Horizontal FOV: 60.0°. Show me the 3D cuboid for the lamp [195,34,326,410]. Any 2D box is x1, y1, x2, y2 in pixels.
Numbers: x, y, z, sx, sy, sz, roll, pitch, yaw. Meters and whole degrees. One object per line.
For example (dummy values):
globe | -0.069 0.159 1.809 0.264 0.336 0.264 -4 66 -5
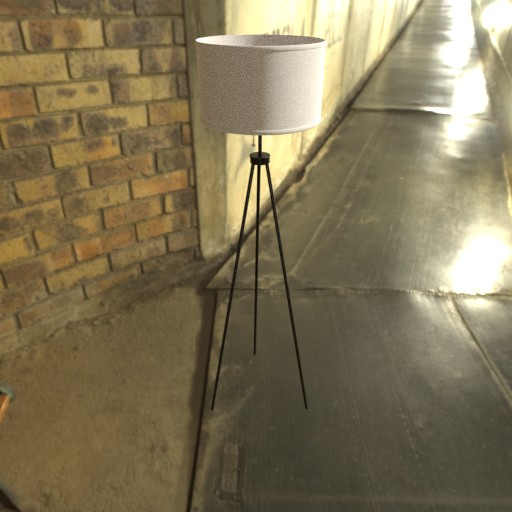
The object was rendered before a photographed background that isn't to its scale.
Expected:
lamp | 0.000 0.000 1.758 0.458 1.545 0.448 -21 37 -32
